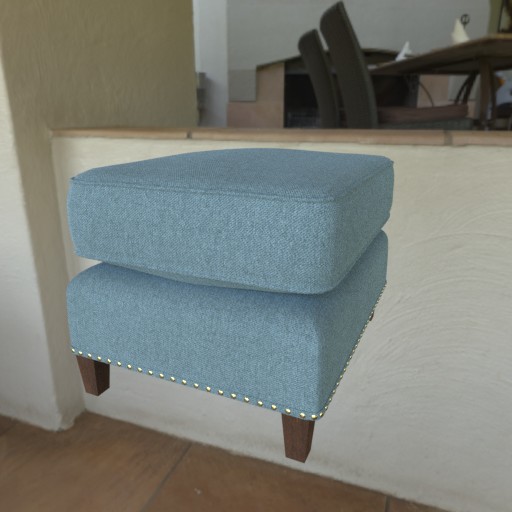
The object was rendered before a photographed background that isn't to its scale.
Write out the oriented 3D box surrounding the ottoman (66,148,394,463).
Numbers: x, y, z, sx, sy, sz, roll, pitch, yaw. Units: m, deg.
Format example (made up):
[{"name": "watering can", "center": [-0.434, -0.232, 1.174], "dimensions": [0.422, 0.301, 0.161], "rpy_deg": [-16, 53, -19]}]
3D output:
[{"name": "ottoman", "center": [0.000, 0.000, 1.135], "dimensions": [0.589, 0.537, 0.738], "rpy_deg": [8, 19, 23]}]
